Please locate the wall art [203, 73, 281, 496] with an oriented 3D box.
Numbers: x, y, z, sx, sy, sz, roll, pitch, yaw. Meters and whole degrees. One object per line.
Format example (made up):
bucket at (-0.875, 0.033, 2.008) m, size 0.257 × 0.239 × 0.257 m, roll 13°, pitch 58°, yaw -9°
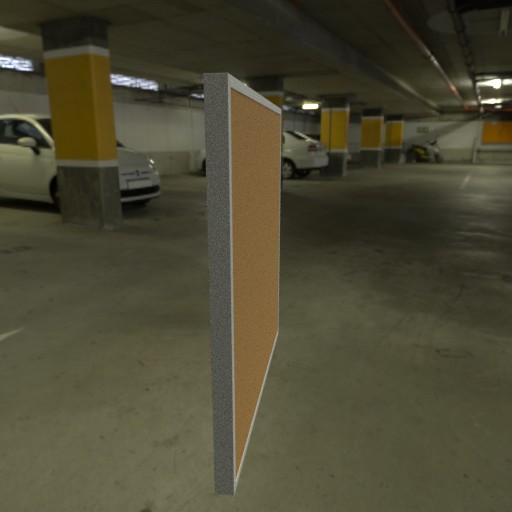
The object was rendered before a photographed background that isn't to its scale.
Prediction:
wall art at (0.000, 0.000, 1.127) m, size 0.038 × 0.762 × 0.762 m, roll 2°, pitch 15°, yaw 9°
